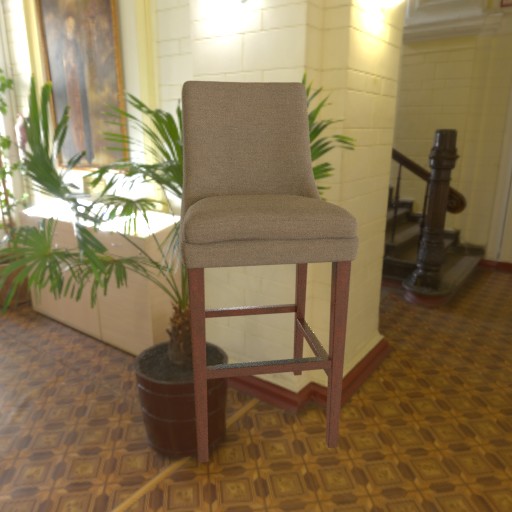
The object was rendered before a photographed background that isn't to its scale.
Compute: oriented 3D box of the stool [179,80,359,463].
[{"bbox_3d":[0.000,0.000,1.403,0.470,1.078,0.577,-3,16,-9],"label":"stool"}]
